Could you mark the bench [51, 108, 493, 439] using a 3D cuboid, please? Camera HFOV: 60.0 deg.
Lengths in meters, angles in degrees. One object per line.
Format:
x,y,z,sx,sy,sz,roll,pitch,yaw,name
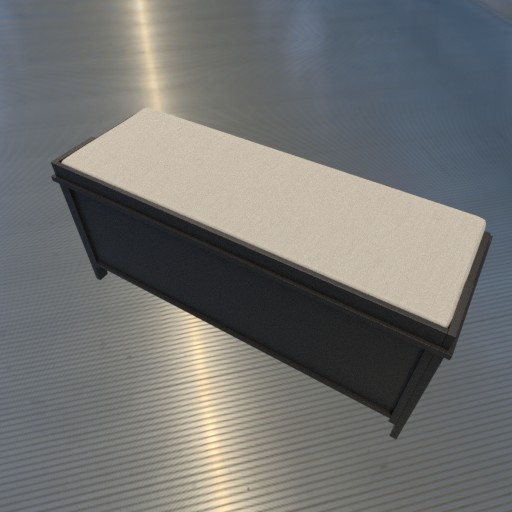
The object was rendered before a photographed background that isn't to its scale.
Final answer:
0.000,0.000,1.337,1.140,0.501,0.398,24,51,21,bench
